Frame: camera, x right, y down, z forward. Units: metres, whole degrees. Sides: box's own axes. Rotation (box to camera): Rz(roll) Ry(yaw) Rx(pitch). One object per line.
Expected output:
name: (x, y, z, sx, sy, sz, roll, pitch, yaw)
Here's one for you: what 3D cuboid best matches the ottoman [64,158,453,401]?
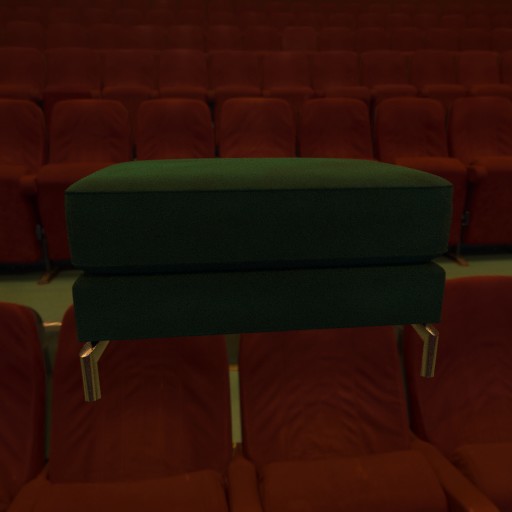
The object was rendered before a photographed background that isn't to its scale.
ottoman: (0.000, 0.000, 1.257, 0.886, 0.533, 0.536, -2, 16, -7)
